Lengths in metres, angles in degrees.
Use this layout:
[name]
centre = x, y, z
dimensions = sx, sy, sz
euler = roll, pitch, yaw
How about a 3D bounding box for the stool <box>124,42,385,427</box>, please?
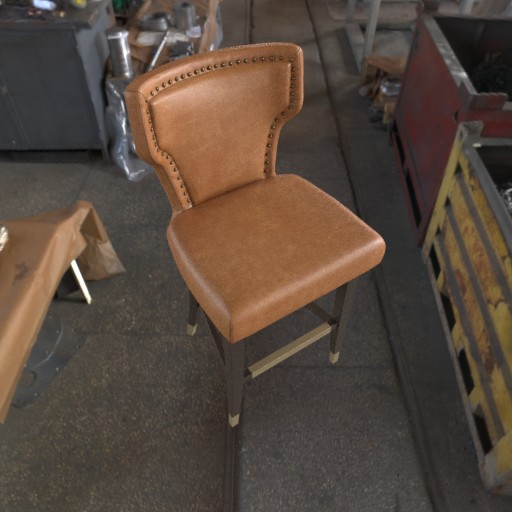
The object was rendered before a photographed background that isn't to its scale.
[stool]
centre = 0.000, 0.000, 1.395
dimensions = 0.526, 1.092, 0.563
euler = -25, 51, -23
